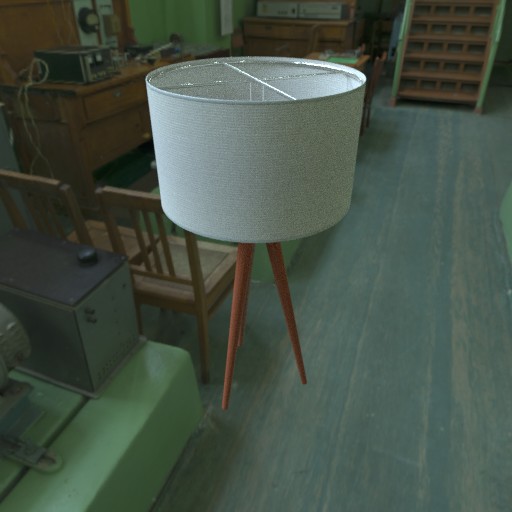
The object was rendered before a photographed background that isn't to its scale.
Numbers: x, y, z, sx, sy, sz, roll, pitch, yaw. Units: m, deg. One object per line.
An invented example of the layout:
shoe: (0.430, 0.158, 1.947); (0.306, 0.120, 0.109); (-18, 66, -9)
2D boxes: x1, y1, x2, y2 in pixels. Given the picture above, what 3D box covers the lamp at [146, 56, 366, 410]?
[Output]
lamp: (0.000, 0.000, 0.919); (0.354, 0.709, 0.355); (10, 34, 15)
